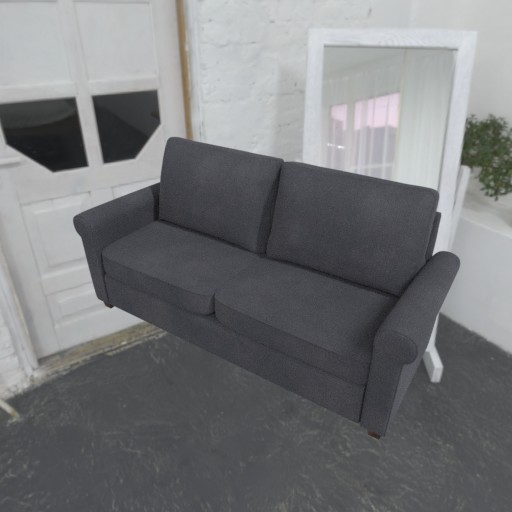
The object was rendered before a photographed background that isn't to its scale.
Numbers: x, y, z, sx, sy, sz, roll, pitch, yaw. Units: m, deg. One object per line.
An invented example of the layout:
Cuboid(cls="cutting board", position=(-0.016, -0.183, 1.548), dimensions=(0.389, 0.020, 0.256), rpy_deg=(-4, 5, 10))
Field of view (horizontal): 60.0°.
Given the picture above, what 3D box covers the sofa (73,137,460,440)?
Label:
Cuboid(cls="sofa", position=(0.000, 0.000, 2.402), dimensions=(1.935, 0.942, 0.842), rpy_deg=(18, 35, 28))
